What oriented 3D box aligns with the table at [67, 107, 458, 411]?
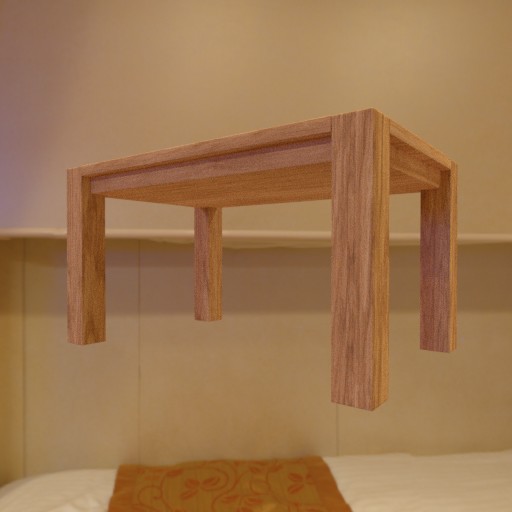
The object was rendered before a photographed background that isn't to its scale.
[{"bbox_3d":[0.000,0.000,1.883,1.400,0.760,0.900,1,1,37],"label":"table"}]
